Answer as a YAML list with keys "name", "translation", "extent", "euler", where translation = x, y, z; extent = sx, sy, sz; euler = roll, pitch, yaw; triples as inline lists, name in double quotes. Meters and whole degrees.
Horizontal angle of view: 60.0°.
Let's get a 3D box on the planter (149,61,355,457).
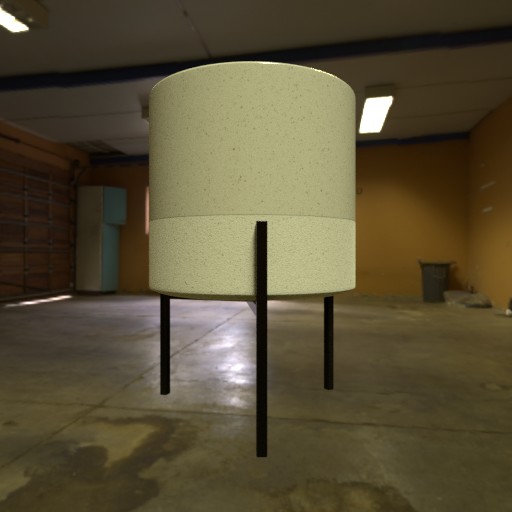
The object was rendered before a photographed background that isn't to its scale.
- name: "planter"
  translation: [0.000, 0.000, 0.337]
  extent: [0.159, 0.230, 0.152]
  euler: [0, 0, -35]
